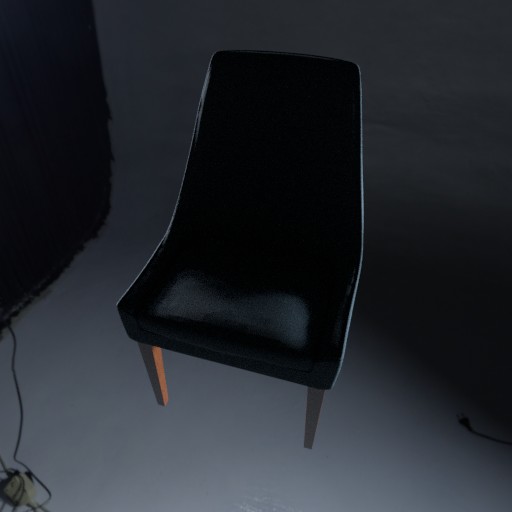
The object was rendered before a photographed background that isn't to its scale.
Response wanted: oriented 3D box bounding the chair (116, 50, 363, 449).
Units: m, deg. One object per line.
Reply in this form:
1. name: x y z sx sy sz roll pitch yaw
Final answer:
1. chair: 0.000 0.000 1.144 0.529 0.861 0.544 11 41 13
